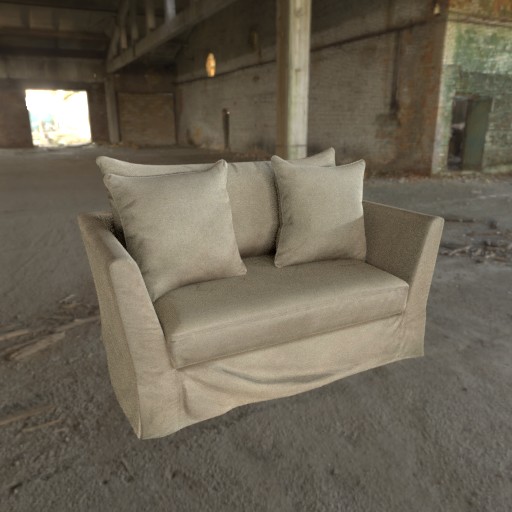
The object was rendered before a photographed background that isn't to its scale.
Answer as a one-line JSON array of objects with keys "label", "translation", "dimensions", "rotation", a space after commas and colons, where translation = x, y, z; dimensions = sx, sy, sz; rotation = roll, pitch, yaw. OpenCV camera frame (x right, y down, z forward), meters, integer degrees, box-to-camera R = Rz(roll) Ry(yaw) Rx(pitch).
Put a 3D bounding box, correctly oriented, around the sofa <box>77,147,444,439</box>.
[{"label": "sofa", "translation": [0.000, 0.000, 2.306], "dimensions": [1.608, 1.040, 1.035], "rotation": [-8, 19, -26]}]
